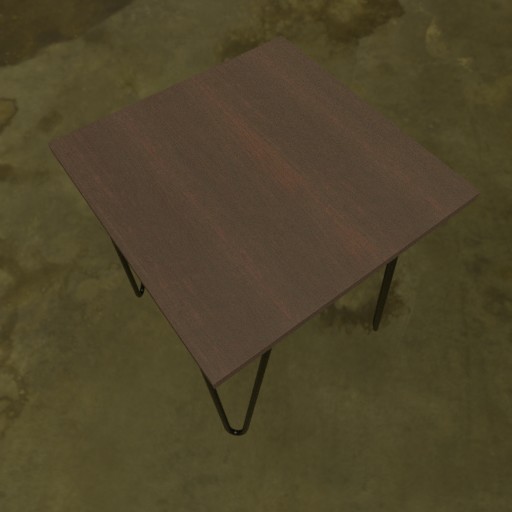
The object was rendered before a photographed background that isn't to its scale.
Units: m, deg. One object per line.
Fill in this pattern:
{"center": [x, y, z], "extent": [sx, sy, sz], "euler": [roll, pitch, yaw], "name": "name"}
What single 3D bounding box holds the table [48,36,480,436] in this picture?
{"center": [0.000, 0.000, 0.949], "extent": [0.495, 0.559, 0.495], "euler": [-32, 64, -18], "name": "table"}
